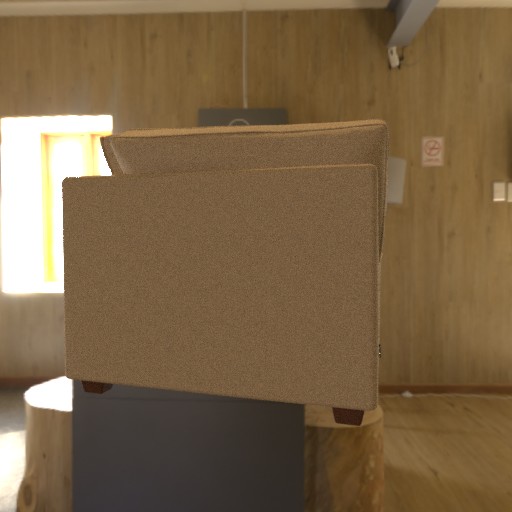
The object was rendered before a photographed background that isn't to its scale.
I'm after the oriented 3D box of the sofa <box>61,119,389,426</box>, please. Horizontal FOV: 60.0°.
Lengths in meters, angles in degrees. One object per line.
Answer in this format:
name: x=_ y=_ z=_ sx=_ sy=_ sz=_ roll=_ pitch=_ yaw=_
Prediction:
sofa: x=0.000 y=0.000 z=1.830 sx=1.050 sy=0.937 sz=1.042 roll=1 pitch=3 yaw=17
